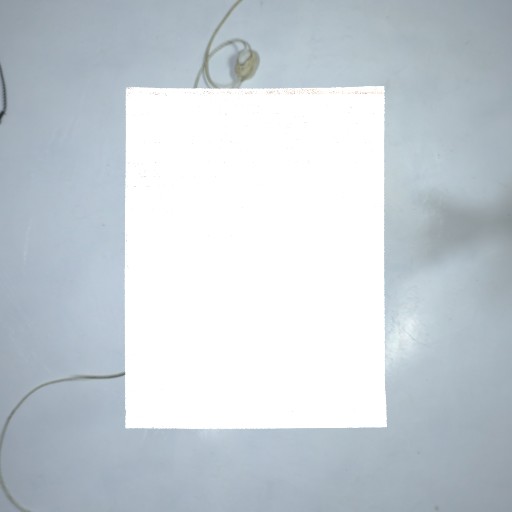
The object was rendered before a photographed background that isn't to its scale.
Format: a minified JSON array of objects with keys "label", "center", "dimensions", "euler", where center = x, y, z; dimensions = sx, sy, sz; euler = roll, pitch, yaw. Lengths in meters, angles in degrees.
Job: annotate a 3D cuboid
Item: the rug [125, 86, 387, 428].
[{"label":"rug","center":[0.000,0.000,4.882],"dimensions":[2.873,0.053,3.778],"euler":[0,89,-1]}]
